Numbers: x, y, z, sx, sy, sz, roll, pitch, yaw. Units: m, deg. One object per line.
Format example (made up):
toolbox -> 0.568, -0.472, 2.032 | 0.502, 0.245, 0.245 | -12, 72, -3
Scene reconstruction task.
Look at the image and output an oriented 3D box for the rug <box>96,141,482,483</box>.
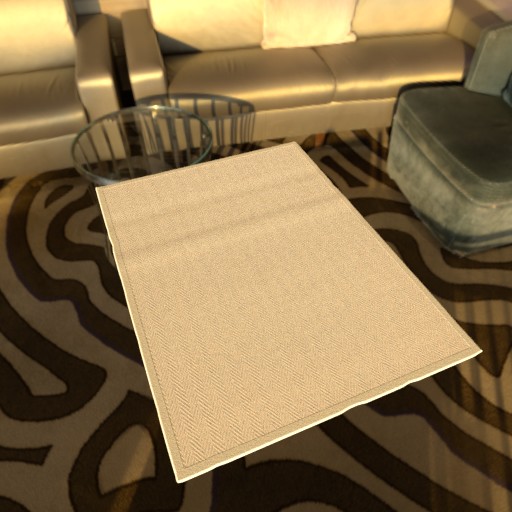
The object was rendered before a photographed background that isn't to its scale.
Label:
rug -> 0.000, 0.000, 4.636 | 2.734, 0.037, 3.659 | -17, 48, -16
